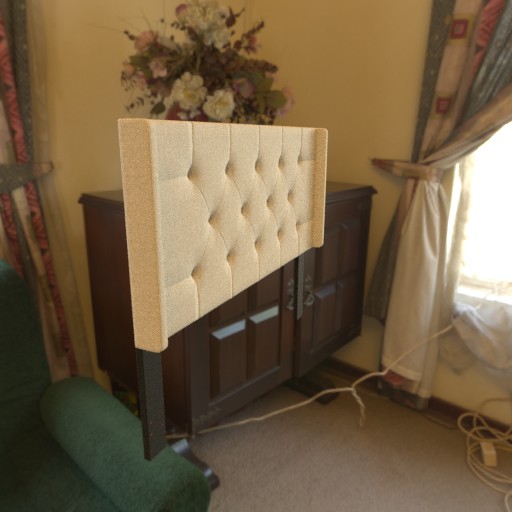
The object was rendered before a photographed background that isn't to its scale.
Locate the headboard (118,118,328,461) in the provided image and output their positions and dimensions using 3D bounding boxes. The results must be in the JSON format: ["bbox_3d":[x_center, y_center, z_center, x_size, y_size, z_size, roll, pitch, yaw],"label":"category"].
[{"bbox_3d":[0.000,0.000,2.685,0.184,1.524,2.051,7,17,26],"label":"headboard"}]
